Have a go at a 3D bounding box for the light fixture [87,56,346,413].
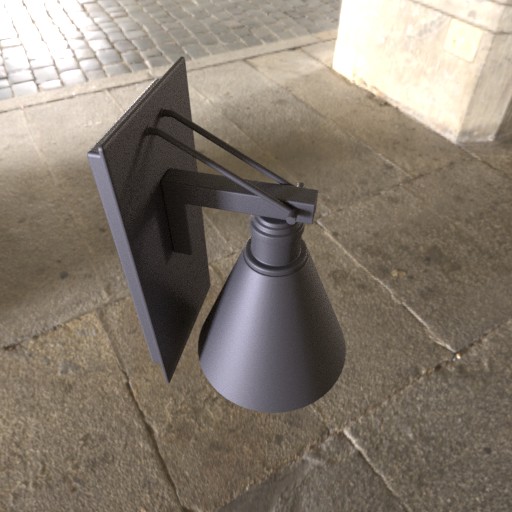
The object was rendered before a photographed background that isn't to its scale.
[{"bbox_3d":[0.000,0.000,0.417,0.207,0.298,0.170,10,47,10],"label":"light fixture"}]
